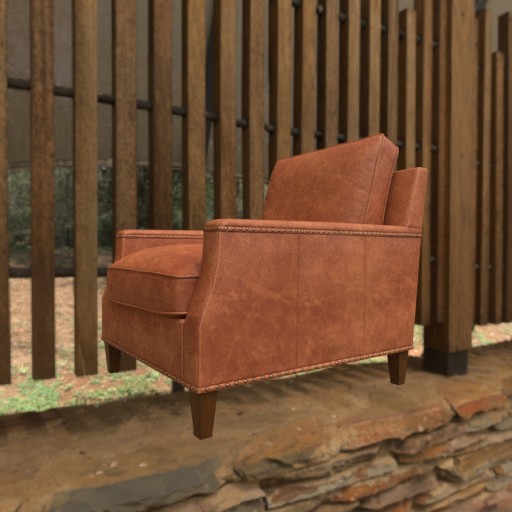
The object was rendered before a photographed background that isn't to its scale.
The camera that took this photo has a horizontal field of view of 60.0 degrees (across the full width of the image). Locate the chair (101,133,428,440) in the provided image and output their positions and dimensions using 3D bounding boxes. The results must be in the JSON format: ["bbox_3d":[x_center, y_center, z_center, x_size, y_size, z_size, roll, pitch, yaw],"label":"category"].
[{"bbox_3d":[0.000,0.000,1.734,1.014,0.943,0.853,0,1,-35],"label":"chair"}]
